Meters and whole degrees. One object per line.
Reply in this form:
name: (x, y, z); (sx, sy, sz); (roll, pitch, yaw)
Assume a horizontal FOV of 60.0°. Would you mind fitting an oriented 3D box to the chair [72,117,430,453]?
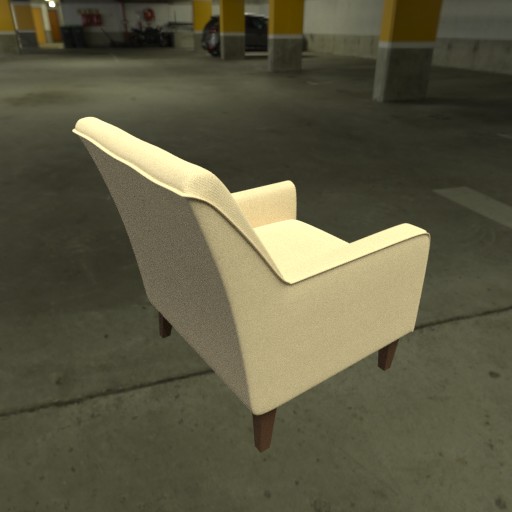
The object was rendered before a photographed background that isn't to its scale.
chair: (0.000, 0.000, 1.552); (0.899, 0.919, 0.780); (-18, 33, -31)
